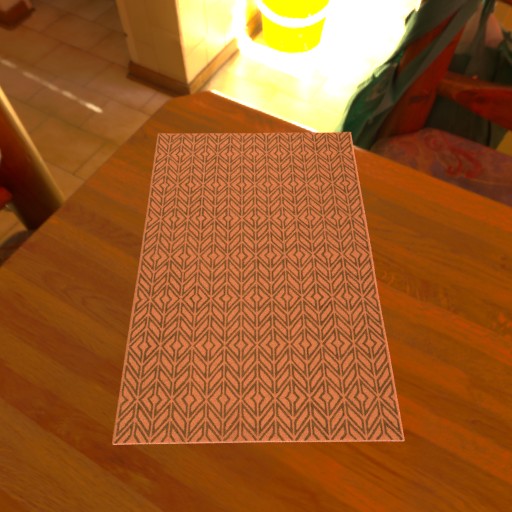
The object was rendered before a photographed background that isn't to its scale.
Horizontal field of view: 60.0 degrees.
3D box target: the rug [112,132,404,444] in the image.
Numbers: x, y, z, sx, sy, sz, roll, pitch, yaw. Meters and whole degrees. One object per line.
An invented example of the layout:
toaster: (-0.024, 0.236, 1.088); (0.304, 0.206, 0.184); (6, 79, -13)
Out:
rug: (0.000, 0.000, 2.326); (1.220, 0.007, 1.828); (-1, 58, 0)
